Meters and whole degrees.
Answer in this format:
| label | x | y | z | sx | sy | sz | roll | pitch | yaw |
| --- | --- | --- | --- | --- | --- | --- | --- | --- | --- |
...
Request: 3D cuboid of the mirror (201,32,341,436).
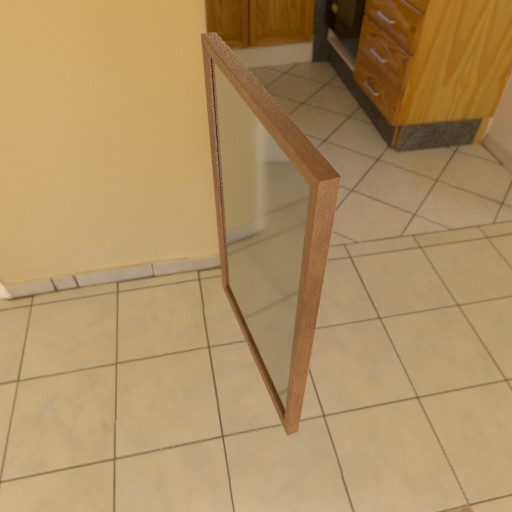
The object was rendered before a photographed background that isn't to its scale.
| label | x | y | z | sx | sy | sz | roll | pitch | yaw |
| --- | --- | --- | --- | --- | --- | --- | --- | --- | --- |
| mirror | 0.000 | 0.000 | 1.169 | 0.040 | 0.915 | 0.609 | -16 | 48 | -14 |
